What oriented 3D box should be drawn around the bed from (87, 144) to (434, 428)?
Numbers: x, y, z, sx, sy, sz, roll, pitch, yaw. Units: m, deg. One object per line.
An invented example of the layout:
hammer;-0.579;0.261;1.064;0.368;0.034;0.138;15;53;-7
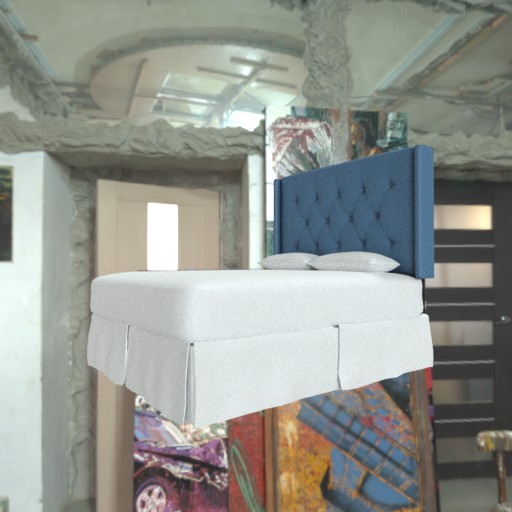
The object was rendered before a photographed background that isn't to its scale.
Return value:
bed;0.000;0.000;3.350;2.078;1.665;1.719;1;-1;-37
